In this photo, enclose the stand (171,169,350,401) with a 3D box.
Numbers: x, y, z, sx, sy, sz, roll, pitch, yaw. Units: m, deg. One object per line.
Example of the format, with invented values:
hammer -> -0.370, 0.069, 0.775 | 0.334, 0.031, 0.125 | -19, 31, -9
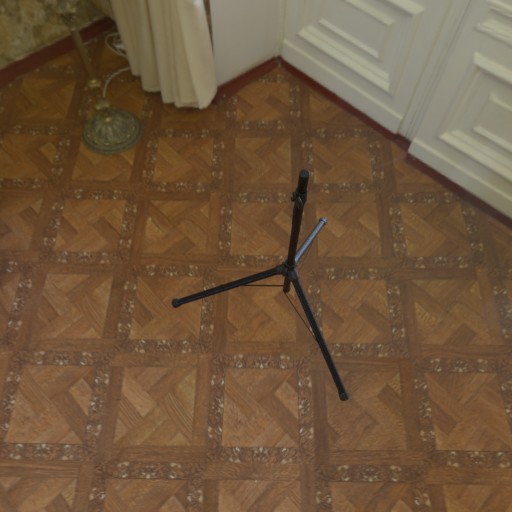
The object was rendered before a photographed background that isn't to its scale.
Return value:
stand -> 0.000, 0.000, 1.910 | 0.907, 1.136, 1.045 | 0, 63, 0
